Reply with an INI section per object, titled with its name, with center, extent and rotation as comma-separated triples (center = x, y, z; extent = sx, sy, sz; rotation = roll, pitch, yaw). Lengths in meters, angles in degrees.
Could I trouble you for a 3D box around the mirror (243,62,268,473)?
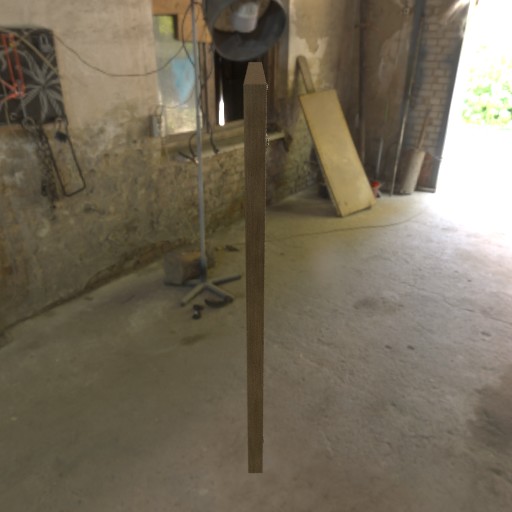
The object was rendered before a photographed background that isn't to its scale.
[mirror]
center = 0.000, 0.000, 1.180
extent = 0.041, 0.915, 0.609
rotation = 0, 27, 0
